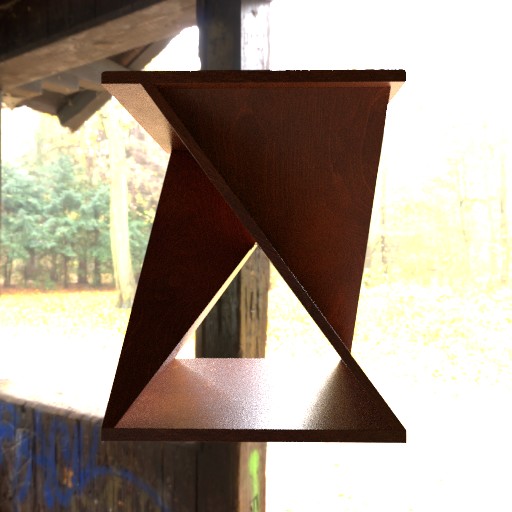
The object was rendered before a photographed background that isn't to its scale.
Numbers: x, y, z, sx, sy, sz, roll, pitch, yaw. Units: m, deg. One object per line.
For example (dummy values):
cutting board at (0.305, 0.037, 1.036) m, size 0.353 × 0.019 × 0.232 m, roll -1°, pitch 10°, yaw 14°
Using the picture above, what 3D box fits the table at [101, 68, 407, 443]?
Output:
table at (0.000, 0.000, 0.832) m, size 0.427 × 0.520 × 0.427 m, roll 0°, pitch 0°, yaw 1°
